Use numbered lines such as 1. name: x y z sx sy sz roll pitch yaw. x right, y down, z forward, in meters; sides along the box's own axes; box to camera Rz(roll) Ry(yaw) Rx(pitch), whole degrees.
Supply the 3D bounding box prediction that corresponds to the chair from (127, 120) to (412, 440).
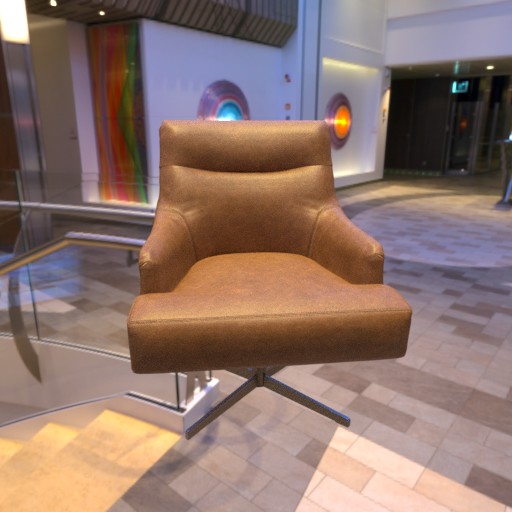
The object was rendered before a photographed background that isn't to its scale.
1. chair: 0.000 0.000 1.474 0.729 0.869 0.874 -2 17 -6
